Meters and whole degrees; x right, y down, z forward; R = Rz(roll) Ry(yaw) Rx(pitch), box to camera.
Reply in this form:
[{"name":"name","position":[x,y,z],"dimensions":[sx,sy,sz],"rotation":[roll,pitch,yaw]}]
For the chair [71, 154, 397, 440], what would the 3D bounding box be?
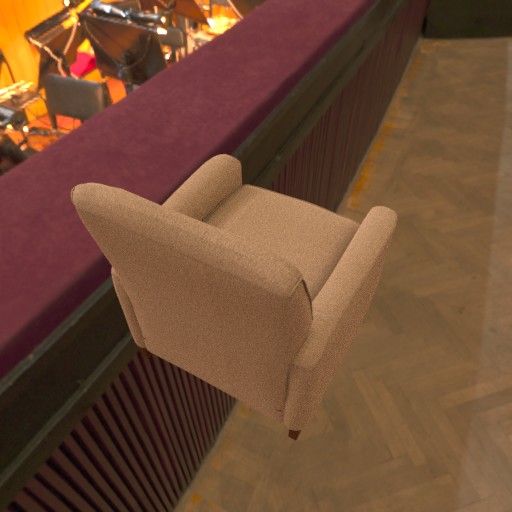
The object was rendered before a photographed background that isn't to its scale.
[{"name":"chair","position":[0.000,0.000,1.649],"dimensions":[0.848,1.014,0.864],"rotation":[22,50,20]}]
